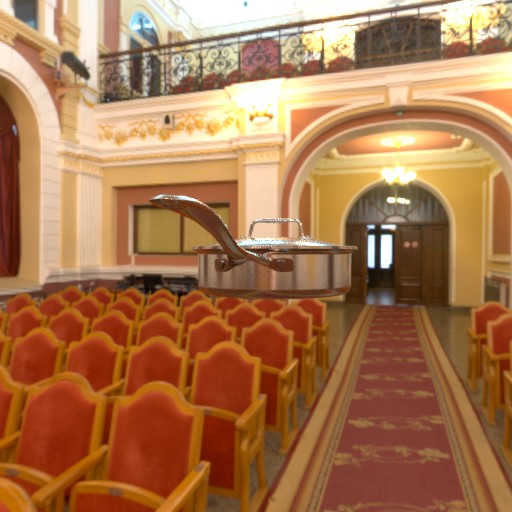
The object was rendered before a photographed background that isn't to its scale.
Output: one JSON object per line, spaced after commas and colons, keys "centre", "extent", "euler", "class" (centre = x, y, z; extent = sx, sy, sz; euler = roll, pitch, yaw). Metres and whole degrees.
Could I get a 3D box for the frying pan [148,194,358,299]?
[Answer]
{"centre": [0.000, 0.000, 0.582], "extent": [0.245, 0.111, 0.492], "euler": [0, 0, 18], "class": "frying pan"}
